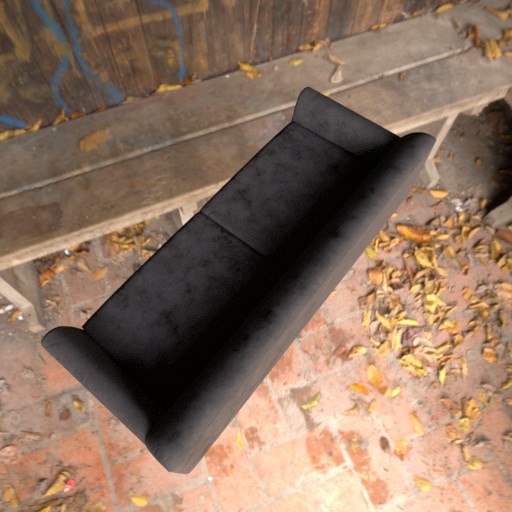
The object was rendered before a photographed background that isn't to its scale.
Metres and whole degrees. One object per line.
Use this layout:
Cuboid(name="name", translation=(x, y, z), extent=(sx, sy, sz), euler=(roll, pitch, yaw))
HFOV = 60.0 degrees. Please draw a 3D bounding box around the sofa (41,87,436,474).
Cuboid(name="sofa", translation=(0.000, 0.000, 2.548), extent=(0.900, 0.740, 2.190), euler=(36, 68, 17))
